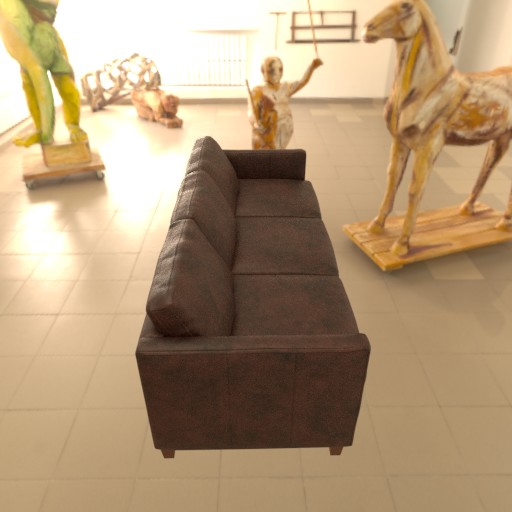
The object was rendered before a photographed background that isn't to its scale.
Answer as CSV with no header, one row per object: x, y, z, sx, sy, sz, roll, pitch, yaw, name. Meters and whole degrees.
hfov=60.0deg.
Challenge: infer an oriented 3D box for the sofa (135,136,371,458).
0.000,0.000,2.996,1.045,1.006,2.464,-1,33,-1,sofa
